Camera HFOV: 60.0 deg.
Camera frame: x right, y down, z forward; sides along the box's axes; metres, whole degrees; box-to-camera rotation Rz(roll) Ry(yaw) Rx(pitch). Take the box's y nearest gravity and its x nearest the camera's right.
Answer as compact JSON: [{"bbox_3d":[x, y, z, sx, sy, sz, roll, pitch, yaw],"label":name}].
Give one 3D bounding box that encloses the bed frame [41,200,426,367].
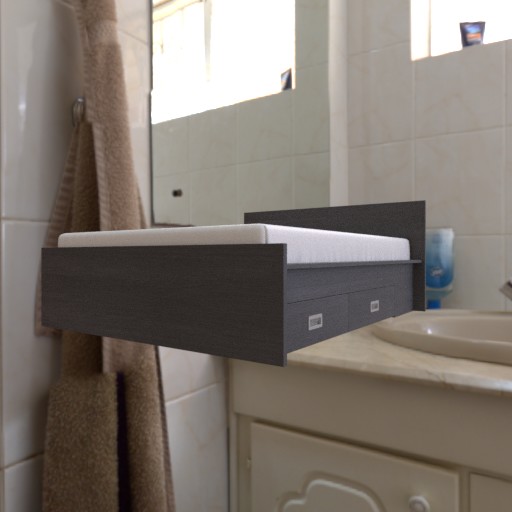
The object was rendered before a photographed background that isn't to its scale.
[{"bbox_3d":[0.000,0.000,2.869,1.622,0.800,1.960,0,0,35],"label":"bed frame"}]
